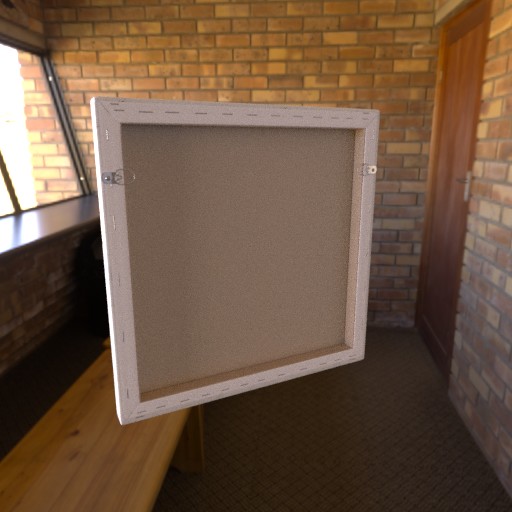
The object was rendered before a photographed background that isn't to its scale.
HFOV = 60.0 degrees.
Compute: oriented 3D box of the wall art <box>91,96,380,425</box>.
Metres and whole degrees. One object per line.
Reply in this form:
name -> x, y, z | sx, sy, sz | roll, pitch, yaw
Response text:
wall art -> 0.000, 0.000, 0.941 | 0.610, 0.611, 0.040 | -7, 16, -26
